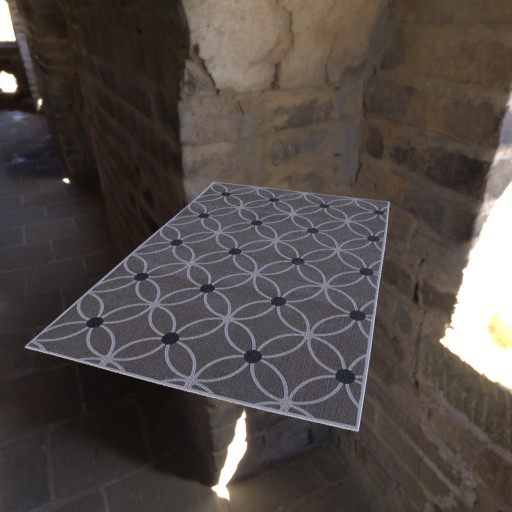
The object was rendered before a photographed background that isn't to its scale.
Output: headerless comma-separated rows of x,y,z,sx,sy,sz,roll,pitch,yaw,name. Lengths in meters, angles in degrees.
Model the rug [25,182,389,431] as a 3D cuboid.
0.000,0.000,2.772,1.522,0.008,2.284,9,31,15,rug
